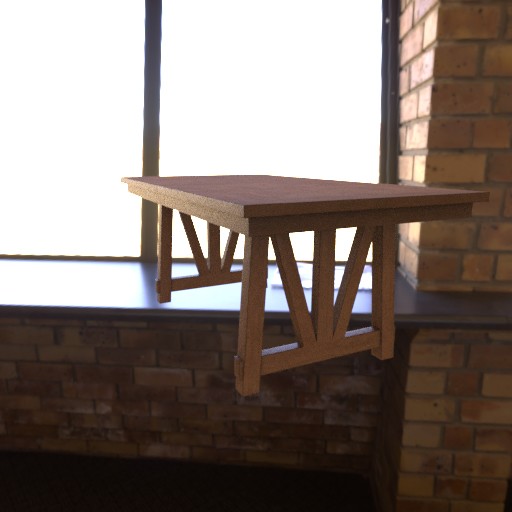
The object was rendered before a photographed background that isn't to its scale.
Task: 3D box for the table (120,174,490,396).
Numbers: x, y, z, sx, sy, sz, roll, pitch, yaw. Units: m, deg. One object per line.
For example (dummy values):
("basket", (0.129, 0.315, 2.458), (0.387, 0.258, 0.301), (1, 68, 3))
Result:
("table", (0.000, 0.000, 2.340), (1.016, 0.768, 1.881), (-6, 14, -26))
